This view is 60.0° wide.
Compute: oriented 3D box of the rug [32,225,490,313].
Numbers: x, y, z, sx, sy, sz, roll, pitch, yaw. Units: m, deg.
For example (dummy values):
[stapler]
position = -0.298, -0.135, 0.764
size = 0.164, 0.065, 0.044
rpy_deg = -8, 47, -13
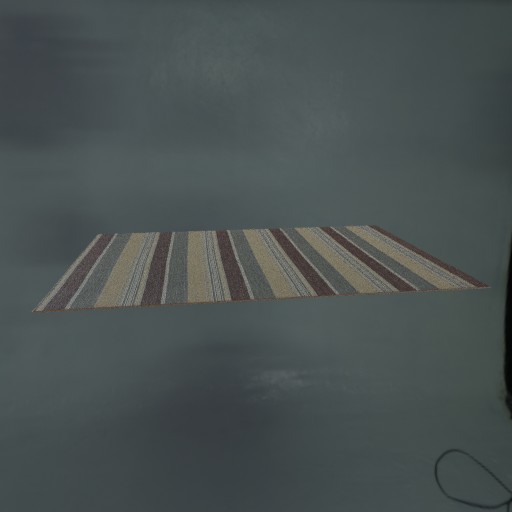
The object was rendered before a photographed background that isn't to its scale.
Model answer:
[rug]
position = 0.000, 0.000, 2.321
size = 1.829, 0.008, 1.219
rpy_deg = -2, 17, -8
